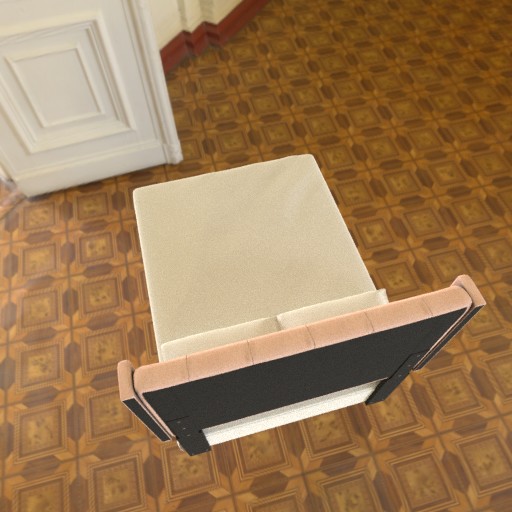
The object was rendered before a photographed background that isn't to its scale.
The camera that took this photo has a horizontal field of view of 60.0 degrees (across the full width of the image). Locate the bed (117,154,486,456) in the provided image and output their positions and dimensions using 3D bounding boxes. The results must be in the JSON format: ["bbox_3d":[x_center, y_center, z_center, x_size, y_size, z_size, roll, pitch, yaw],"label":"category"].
[{"bbox_3d":[0.000,0.000,3.160,1.719,1.665,2.066,-13,59,-8],"label":"bed"}]
